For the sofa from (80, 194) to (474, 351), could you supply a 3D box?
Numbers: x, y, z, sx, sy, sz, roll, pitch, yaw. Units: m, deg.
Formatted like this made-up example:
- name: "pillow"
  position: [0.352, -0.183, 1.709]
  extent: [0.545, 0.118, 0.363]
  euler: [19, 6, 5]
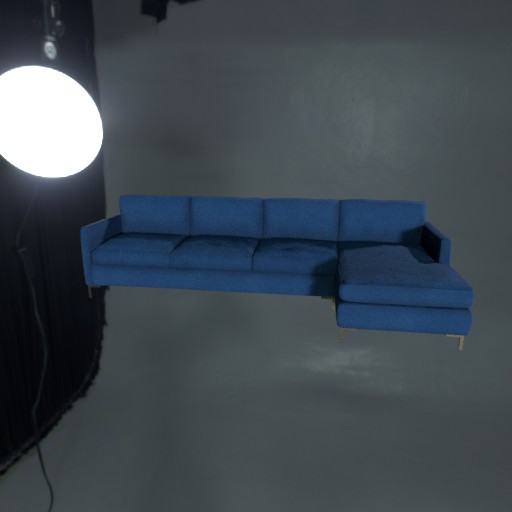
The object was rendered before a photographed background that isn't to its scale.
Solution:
- name: "sofa"
  position: [0.000, 0.000, 3.541]
  extent: [2.932, 0.810, 1.350]
  euler: [2, 15, 9]
